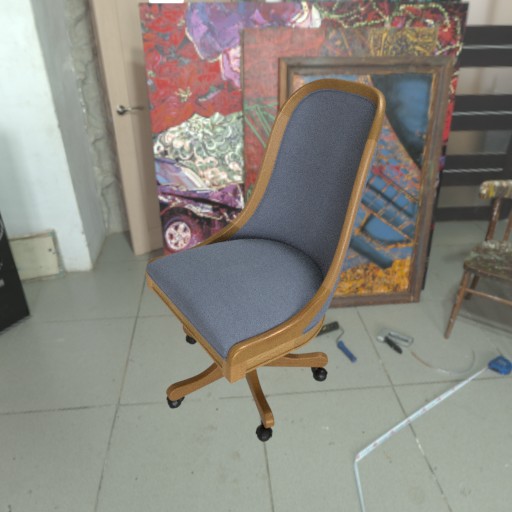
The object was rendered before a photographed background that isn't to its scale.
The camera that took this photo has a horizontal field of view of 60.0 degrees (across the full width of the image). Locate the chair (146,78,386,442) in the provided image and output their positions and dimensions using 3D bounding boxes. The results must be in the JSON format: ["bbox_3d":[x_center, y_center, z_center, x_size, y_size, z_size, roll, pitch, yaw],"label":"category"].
[{"bbox_3d":[0.000,0.000,1.472,0.735,1.031,0.605,-20,36,-29],"label":"chair"}]
